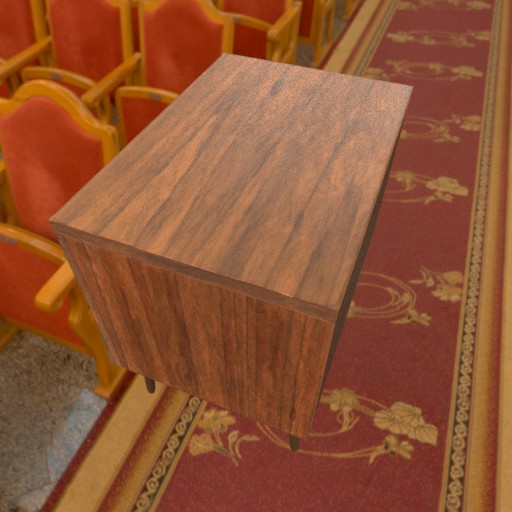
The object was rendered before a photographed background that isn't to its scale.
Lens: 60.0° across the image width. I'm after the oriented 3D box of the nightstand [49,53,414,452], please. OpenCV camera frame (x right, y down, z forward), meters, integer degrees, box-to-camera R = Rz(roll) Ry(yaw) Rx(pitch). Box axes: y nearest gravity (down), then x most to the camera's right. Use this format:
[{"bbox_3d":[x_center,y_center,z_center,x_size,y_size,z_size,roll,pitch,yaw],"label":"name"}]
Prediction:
[{"bbox_3d":[0.000,0.000,1.008,0.458,0.610,0.610,17,50,15],"label":"nightstand"}]
